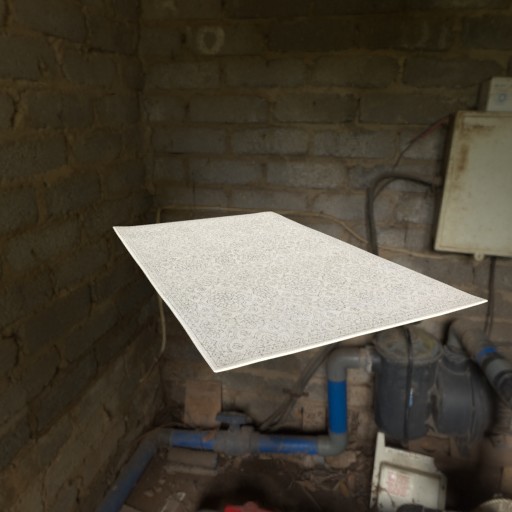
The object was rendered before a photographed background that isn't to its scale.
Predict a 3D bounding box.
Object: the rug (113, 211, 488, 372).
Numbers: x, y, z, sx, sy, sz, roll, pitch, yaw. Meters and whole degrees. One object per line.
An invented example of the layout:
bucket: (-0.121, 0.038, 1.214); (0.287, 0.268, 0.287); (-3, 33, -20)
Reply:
rug: (0.000, 0.000, 2.423); (1.214, 0.023, 1.947); (-8, 20, -24)
